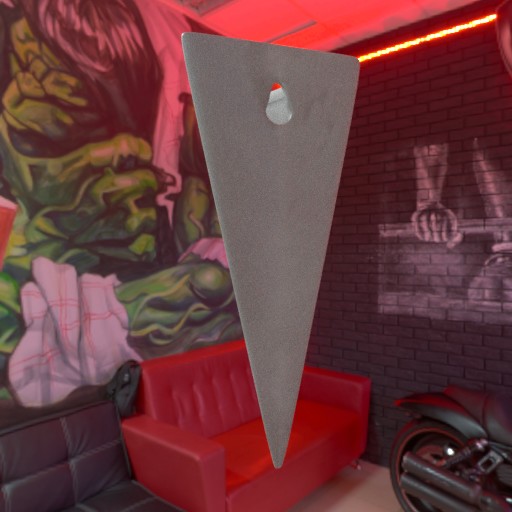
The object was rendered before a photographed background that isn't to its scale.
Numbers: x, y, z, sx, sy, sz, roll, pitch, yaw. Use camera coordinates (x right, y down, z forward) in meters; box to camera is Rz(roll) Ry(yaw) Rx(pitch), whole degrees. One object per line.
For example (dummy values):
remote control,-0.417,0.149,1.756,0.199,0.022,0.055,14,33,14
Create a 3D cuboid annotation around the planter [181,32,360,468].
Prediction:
planter,0.000,0.000,0.157,0.058,0.130,0.047,0,0,-17
